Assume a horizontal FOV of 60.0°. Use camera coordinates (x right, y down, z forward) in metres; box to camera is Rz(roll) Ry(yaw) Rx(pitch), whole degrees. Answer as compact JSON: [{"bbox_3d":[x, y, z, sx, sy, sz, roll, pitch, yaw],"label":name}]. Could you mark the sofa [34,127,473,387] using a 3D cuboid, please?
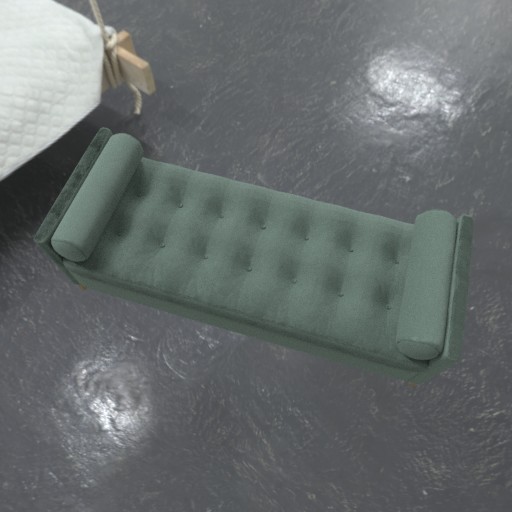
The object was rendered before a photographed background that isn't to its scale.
[{"bbox_3d":[0.000,0.000,2.472,2.102,0.705,0.796,15,64,8],"label":"sofa"}]
